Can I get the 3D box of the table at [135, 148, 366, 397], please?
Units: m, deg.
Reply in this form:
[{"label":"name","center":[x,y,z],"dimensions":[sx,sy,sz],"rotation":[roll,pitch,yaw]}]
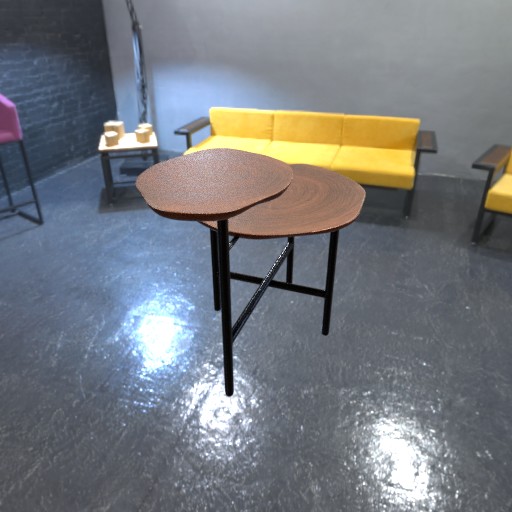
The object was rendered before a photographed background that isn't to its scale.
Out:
[{"label":"table","center":[0.000,0.000,1.061],"dimensions":[0.442,0.538,0.759],"rotation":[10,31,18]}]
